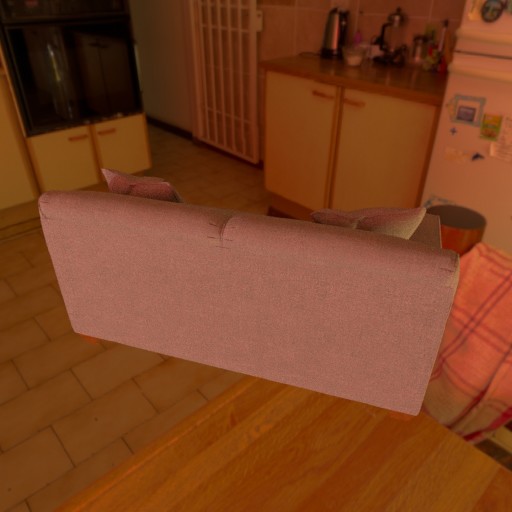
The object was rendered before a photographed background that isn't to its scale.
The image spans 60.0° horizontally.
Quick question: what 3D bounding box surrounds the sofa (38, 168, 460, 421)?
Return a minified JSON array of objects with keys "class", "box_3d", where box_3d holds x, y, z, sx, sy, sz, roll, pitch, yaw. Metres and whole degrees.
[{"class":"sofa","box_3d":[0.000,0.000,2.401,1.846,0.958,1.000,10,34,15]}]
